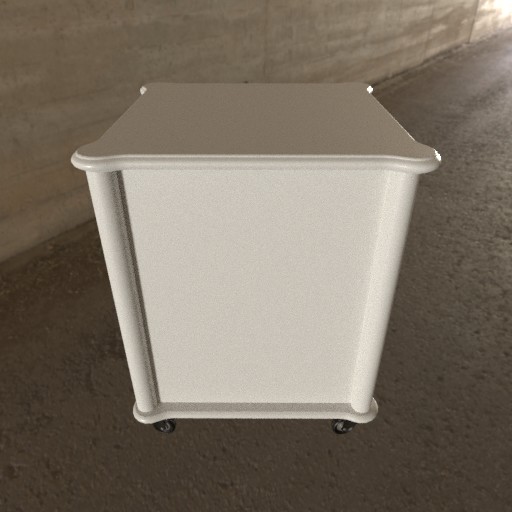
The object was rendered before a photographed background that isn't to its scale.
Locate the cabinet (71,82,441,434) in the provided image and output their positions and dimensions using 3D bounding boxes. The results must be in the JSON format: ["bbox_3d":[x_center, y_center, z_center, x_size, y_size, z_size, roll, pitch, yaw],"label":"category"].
[{"bbox_3d":[0.000,0.000,1.178,0.627,0.761,0.628,0,32,0],"label":"cabinet"}]
